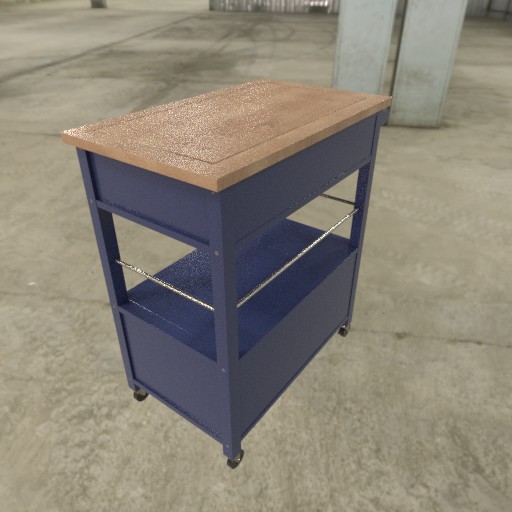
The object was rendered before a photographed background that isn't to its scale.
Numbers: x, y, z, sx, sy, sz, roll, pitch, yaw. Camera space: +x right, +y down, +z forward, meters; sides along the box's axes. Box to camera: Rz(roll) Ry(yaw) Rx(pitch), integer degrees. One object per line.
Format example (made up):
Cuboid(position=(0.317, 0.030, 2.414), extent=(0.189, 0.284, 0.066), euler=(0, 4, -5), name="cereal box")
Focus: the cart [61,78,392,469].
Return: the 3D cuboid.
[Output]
Cuboid(position=(0.000, 0.000, 1.389), extent=(0.459, 0.901, 0.840), euler=(22, 38, 30), name="cart")
